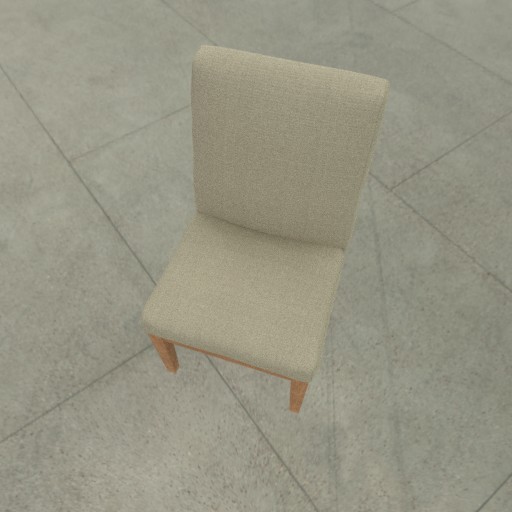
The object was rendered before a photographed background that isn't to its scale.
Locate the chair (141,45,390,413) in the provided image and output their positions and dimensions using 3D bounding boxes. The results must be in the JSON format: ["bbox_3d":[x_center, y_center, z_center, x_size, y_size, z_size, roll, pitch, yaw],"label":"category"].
[{"bbox_3d":[0.000,0.000,1.288,0.507,0.911,0.586,15,58,10],"label":"chair"}]
